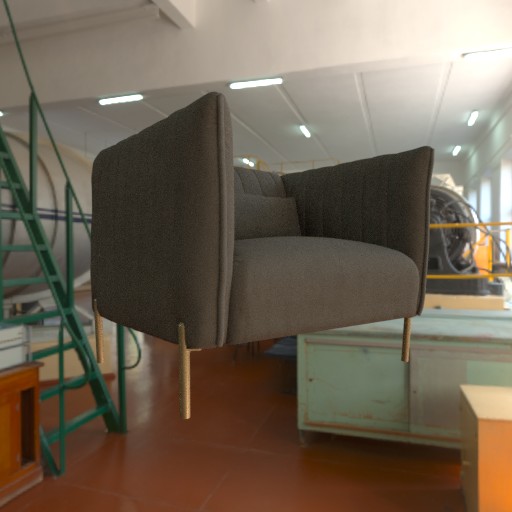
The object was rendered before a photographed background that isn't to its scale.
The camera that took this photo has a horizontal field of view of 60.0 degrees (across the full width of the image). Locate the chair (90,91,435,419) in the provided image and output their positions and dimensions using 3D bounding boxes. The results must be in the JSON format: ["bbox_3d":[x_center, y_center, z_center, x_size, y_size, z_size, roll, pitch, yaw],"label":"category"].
[{"bbox_3d":[0.000,0.000,1.602,0.981,0.779,0.873,-1,1,-37],"label":"chair"}]
